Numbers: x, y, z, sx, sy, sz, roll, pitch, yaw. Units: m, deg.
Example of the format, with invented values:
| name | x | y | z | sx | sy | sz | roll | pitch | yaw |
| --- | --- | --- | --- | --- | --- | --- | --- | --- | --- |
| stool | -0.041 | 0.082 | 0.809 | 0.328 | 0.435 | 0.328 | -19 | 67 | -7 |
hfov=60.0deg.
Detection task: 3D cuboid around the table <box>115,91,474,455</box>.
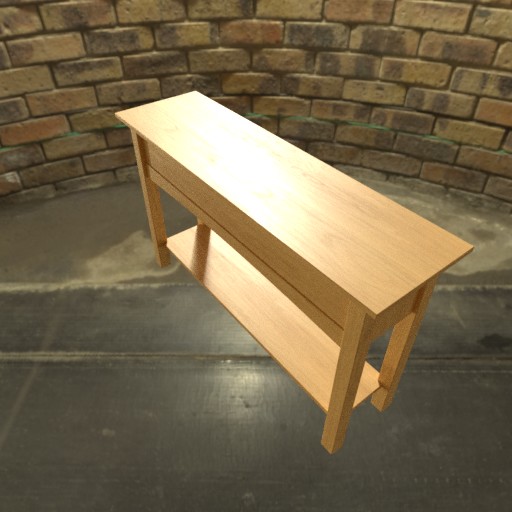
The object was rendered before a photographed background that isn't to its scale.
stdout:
| name | x | y | z | sx | sy | sz | roll | pitch | yaw |
| --- | --- | --- | --- | --- | --- | --- | --- | --- | --- |
| table | 0.000 | 0.000 | 1.578 | 0.350 | 0.730 | 1.240 | -27 | 48 | -27 |
